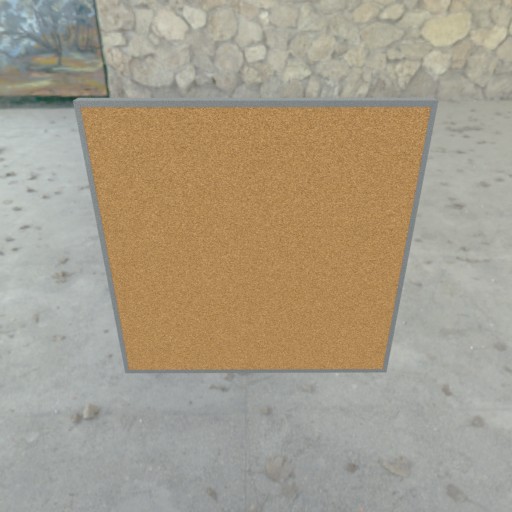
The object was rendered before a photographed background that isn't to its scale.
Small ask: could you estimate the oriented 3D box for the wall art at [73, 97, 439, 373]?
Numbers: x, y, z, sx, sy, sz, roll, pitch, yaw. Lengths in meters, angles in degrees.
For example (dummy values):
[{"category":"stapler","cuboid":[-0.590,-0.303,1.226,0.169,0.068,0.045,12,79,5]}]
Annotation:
[{"category":"wall art","cuboid":[0.000,0.000,1.192,0.809,0.807,0.038,0,29,0]}]
